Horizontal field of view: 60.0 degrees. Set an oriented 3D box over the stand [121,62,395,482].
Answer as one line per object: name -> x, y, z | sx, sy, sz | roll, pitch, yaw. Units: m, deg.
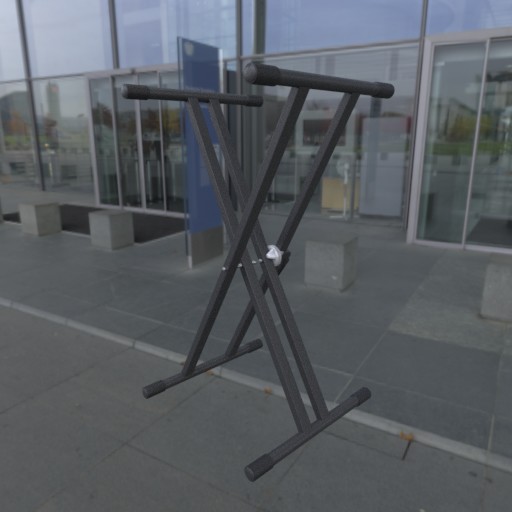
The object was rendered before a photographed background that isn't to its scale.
stand -> 0.000, 0.000, 1.235 | 0.495, 0.900, 0.503 | -14, 21, -42
